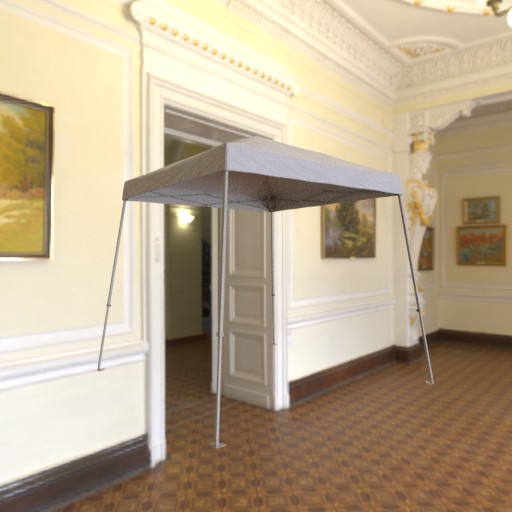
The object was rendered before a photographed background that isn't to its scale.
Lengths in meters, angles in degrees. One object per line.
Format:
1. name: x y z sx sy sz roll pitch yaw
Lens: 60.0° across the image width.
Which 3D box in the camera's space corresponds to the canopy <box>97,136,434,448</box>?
1. canopy: 0.000 0.000 6.643 3.600 3.600 3.599 0 0 -37
